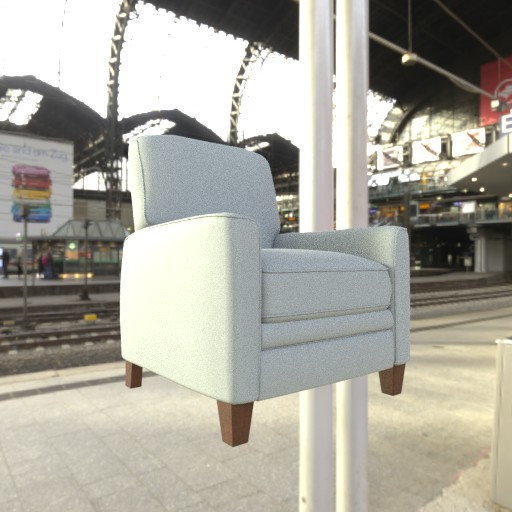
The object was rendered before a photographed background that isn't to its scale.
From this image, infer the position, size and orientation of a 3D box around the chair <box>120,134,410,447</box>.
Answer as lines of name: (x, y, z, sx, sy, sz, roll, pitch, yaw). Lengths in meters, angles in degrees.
chair: (0.000, 0.000, 1.689, 0.853, 1.007, 0.846, 0, -1, -38)
